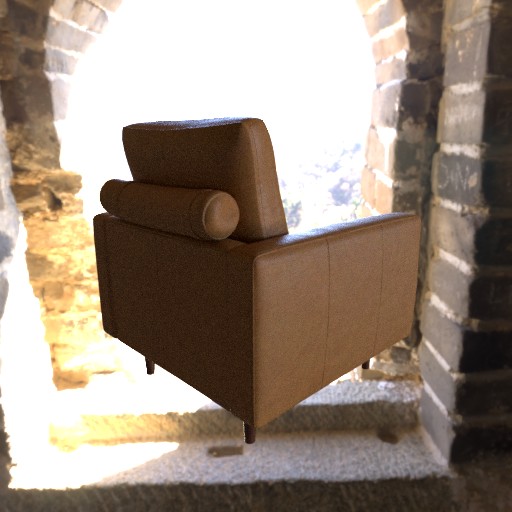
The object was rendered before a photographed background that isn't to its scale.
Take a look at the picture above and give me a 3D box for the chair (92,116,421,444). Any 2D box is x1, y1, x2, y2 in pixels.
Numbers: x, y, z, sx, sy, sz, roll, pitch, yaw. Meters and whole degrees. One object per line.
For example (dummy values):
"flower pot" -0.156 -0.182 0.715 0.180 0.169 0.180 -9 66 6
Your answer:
"chair" 0.000 0.000 1.537 0.868 0.896 0.831 -14 20 -43
